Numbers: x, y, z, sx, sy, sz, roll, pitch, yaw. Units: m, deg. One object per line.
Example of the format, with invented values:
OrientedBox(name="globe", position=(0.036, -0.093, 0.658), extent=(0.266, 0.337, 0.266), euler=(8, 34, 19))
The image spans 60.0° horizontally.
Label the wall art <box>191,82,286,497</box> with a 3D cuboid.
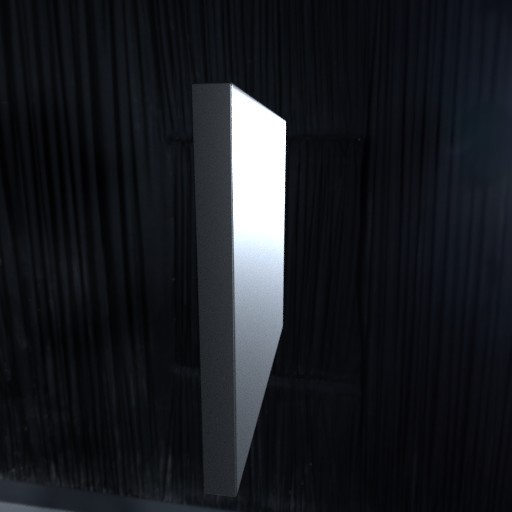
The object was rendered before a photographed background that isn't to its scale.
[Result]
OrientedBox(name="wall art", position=(0.000, 0.000, 0.521), extent=(0.028, 0.330, 0.380), euler=(2, 13, 9))
